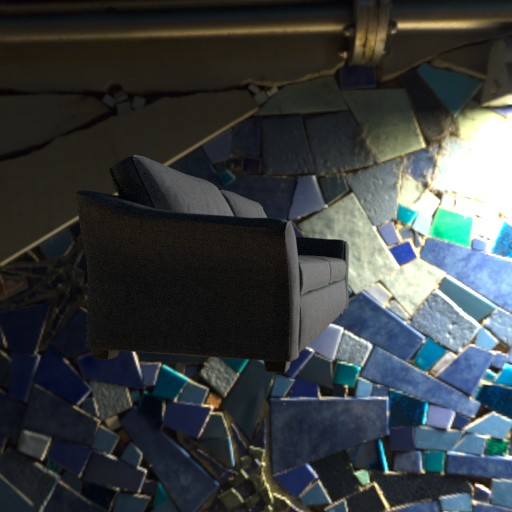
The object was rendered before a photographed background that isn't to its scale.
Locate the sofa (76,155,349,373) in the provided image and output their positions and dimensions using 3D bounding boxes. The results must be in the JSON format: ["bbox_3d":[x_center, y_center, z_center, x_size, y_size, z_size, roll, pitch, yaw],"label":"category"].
[{"bbox_3d":[0.000,0.000,2.846,0.971,0.950,2.270,0,0,18],"label":"sofa"}]
